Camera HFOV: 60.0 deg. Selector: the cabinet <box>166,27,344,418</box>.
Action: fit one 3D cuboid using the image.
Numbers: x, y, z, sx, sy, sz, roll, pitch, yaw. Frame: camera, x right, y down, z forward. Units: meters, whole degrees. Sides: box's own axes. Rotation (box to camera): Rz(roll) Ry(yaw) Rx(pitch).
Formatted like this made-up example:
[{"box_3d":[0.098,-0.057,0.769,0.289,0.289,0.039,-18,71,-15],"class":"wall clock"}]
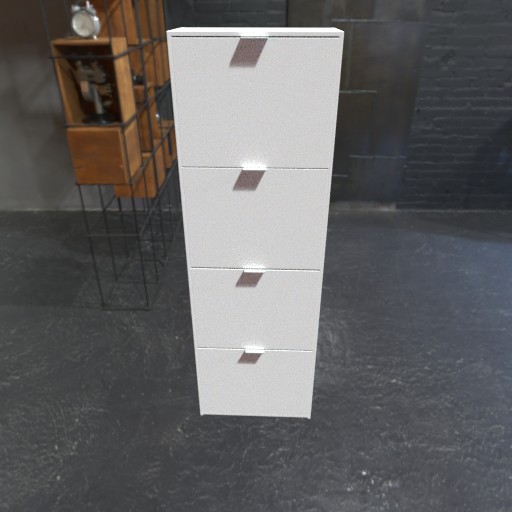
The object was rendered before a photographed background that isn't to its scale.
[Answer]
[{"box_3d":[0.000,0.000,1.790,0.520,1.630,0.255,1,30,2],"class":"cabinet"}]
